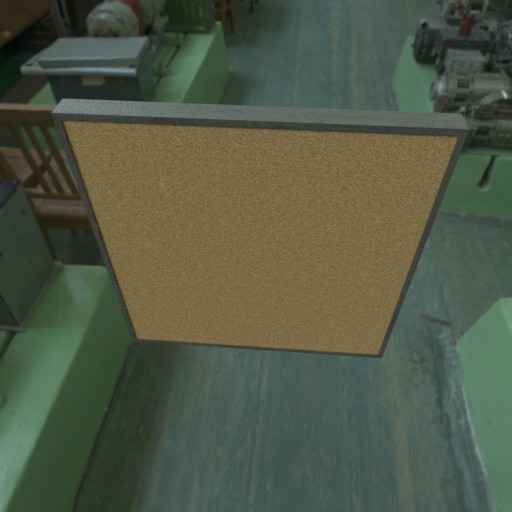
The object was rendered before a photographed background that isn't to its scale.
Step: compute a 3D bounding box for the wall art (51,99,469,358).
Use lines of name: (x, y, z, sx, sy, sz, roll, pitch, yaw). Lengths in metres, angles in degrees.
wall art: (0.000, 0.000, 0.730, 0.507, 0.507, 0.037, 3, 46, 3)
